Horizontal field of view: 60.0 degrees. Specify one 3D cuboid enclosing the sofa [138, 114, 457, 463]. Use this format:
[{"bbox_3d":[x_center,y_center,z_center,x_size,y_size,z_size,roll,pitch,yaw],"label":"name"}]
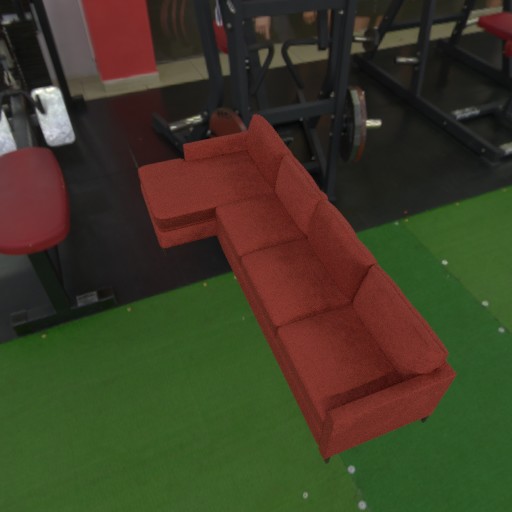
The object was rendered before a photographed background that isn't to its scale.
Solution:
[{"bbox_3d":[0.000,0.000,3.960,1.500,0.967,3.400,-15,48,-15],"label":"sofa"}]
